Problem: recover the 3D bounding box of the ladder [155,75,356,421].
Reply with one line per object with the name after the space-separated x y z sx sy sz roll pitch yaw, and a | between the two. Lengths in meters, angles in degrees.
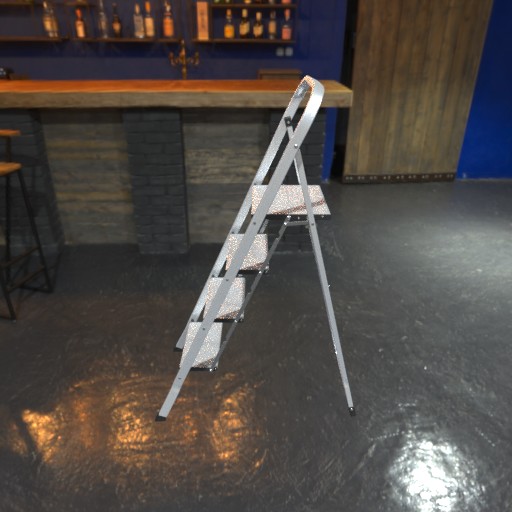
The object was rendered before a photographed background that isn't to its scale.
0.000 0.000 1.723 0.830 1.290 0.465 0 27 0 | ladder
